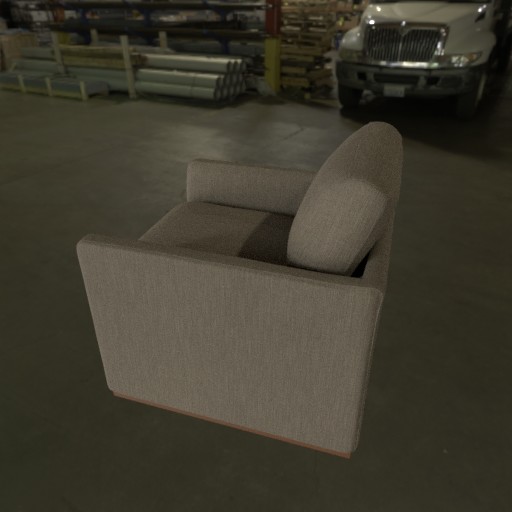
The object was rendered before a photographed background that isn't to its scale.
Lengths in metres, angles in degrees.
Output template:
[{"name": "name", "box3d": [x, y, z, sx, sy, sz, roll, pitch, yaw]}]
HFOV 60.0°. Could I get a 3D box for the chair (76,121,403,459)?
[{"name": "chair", "box3d": [0.000, 0.000, 1.480, 0.834, 0.811, 0.763, 9, 31, 15]}]
